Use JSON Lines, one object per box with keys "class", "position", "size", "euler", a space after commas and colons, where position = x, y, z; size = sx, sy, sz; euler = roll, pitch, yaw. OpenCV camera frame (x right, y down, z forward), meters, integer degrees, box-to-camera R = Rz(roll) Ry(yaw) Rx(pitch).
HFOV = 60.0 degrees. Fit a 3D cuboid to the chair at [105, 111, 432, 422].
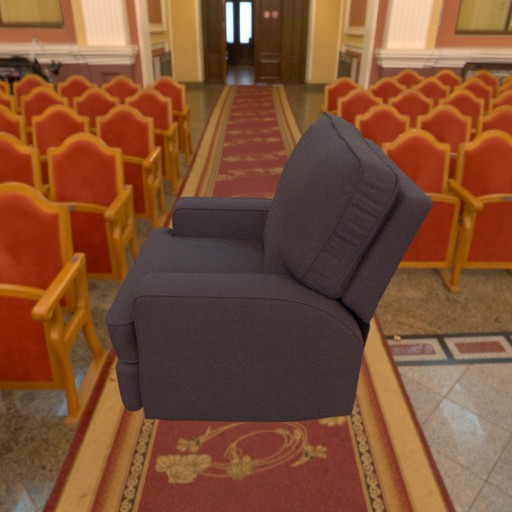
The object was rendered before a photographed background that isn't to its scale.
{"class": "chair", "position": [0.000, 0.000, 1.687], "size": [0.964, 0.962, 0.861], "euler": [0, 27, 0]}
